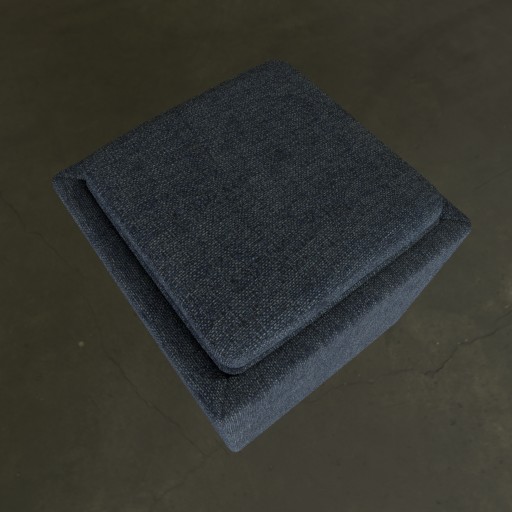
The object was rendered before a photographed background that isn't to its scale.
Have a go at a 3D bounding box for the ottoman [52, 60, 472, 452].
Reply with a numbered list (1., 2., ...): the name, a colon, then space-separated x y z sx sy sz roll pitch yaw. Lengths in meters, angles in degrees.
1. ottoman: 0.000 0.000 0.795 0.450 0.460 0.450 -34 67 -17
